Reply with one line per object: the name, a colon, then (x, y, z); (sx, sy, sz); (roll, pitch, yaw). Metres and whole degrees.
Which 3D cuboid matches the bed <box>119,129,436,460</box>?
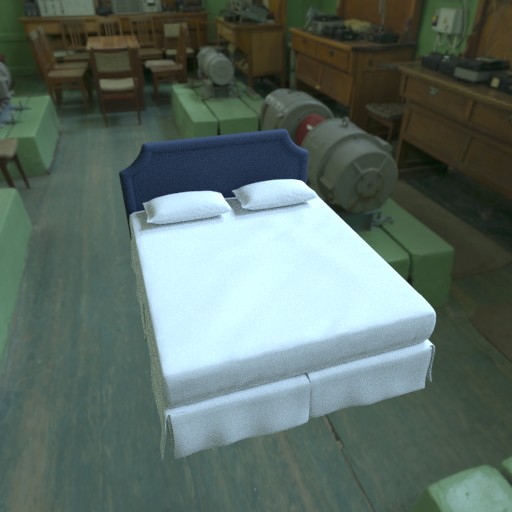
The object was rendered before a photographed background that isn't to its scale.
bed: (0.000, 0.000, 4.221); (2.350, 1.488, 2.773); (-10, 35, -15)
